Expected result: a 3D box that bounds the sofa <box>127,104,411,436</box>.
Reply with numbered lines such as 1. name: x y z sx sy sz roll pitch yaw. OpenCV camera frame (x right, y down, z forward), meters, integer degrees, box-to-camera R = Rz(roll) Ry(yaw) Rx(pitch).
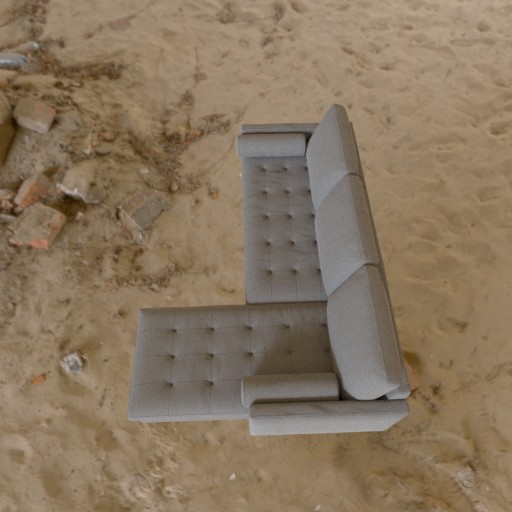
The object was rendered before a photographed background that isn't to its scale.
1. sofa: 0.000 0.000 2.964 1.506 0.875 2.178 -2 58 -1
